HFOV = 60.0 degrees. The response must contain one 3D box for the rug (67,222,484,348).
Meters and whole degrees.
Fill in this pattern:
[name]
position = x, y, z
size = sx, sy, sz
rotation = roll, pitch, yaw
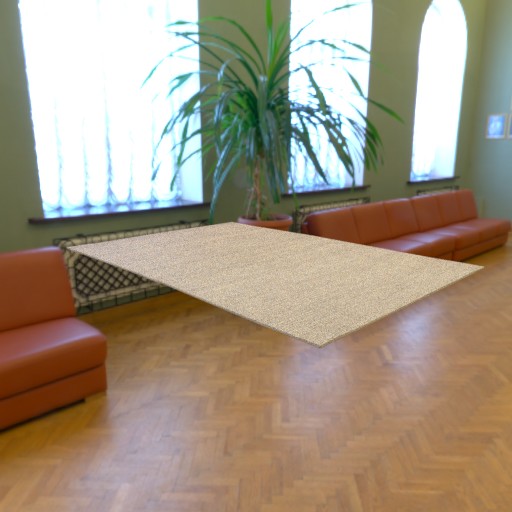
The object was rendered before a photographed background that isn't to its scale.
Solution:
[rug]
position = 0.000, 0.000, 2.963
size = 1.609, 0.030, 2.342
rotation = -13, 19, -42
